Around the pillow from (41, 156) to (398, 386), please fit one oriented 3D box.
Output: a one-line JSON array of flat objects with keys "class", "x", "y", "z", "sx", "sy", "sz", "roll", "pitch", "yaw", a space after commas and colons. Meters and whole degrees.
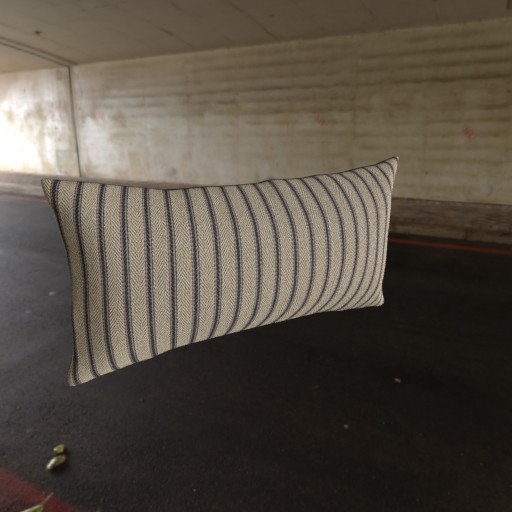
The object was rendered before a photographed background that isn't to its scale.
[{"class": "pillow", "x": 0.000, "y": 0.000, "z": 0.728, "sx": 0.609, "sy": 0.305, "sz": 0.151, "roll": -9, "pitch": 18, "yaw": -28}]
